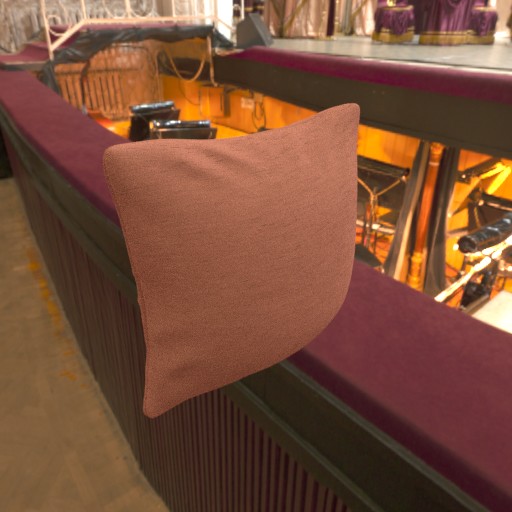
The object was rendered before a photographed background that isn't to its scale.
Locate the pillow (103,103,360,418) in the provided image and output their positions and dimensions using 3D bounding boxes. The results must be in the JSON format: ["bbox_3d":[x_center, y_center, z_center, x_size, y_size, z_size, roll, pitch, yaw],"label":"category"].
[{"bbox_3d":[0.000,0.000,0.692,0.432,0.415,0.246,-22,35,-35],"label":"pillow"}]
